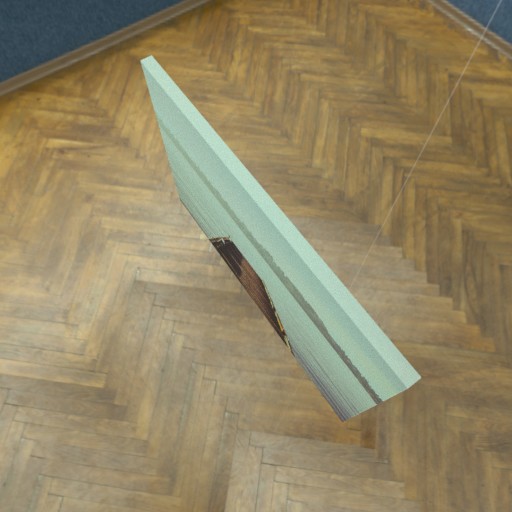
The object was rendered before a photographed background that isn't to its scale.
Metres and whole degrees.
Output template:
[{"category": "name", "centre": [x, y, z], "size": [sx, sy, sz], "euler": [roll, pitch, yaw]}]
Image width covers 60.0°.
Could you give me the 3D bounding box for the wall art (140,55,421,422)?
[{"category": "wall art", "centre": [0.000, 0.000, 1.461], "size": [0.040, 0.765, 1.149], "euler": [-32, 69, -14]}]
